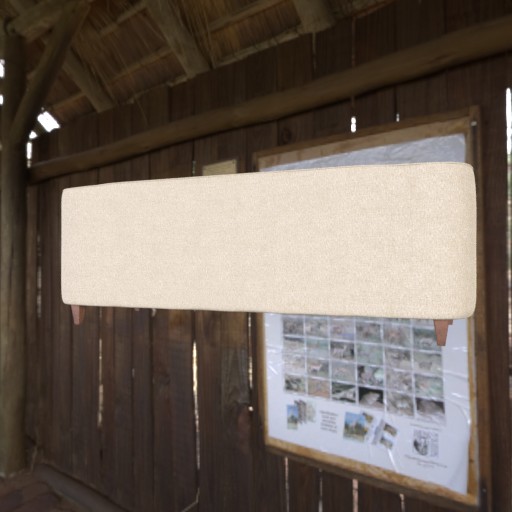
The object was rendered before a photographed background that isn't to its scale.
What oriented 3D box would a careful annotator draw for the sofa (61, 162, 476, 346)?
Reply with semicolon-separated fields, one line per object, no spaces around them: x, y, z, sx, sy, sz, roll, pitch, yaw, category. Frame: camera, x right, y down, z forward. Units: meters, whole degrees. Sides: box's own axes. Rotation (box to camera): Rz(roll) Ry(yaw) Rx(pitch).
0.000;0.000;2.558;2.235;0.788;0.913;0;-1;19;sofa
